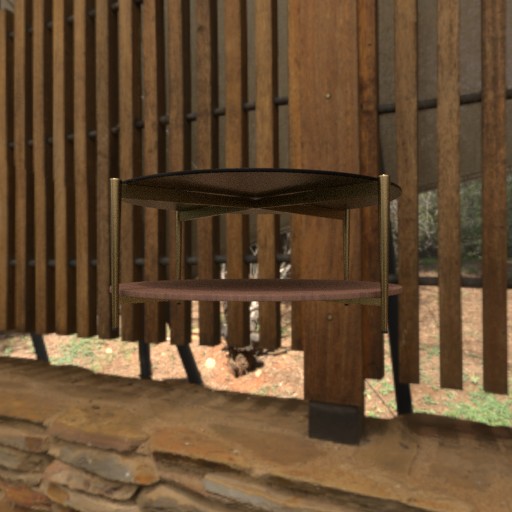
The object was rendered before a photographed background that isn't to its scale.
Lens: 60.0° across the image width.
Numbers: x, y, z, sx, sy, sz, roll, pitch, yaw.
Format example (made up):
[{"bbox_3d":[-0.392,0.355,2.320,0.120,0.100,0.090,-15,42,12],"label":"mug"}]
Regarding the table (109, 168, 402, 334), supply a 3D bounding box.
[{"bbox_3d":[0.000,0.000,1.497,0.938,0.400,0.938,0,-1,19],"label":"table"}]
